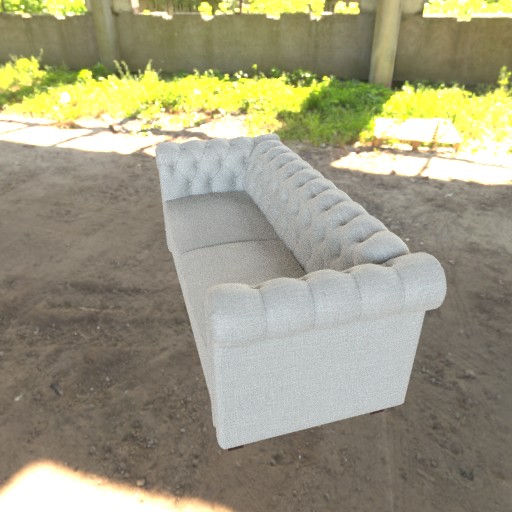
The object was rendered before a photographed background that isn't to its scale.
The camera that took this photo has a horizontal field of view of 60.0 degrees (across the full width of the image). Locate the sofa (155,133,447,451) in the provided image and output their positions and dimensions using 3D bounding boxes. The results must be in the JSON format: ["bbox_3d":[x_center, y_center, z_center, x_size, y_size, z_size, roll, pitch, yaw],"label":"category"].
[{"bbox_3d":[0.000,0.000,2.238,0.783,0.797,1.798,-8,31,-14],"label":"sofa"}]
